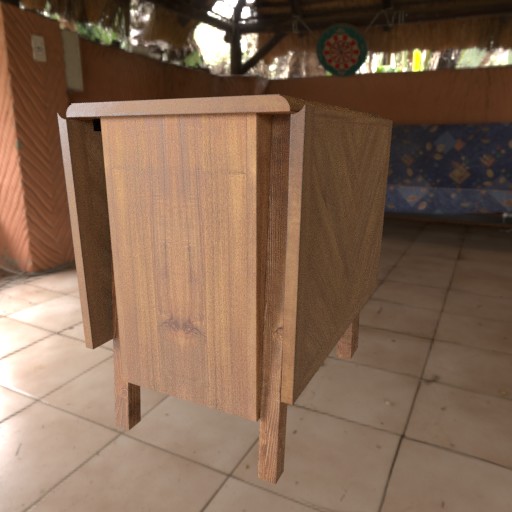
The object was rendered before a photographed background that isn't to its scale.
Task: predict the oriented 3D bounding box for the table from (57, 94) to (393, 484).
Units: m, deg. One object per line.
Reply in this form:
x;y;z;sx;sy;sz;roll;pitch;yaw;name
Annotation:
0.000;0.000;1.568;0.701;0.981;0.967;7;17;25;table
